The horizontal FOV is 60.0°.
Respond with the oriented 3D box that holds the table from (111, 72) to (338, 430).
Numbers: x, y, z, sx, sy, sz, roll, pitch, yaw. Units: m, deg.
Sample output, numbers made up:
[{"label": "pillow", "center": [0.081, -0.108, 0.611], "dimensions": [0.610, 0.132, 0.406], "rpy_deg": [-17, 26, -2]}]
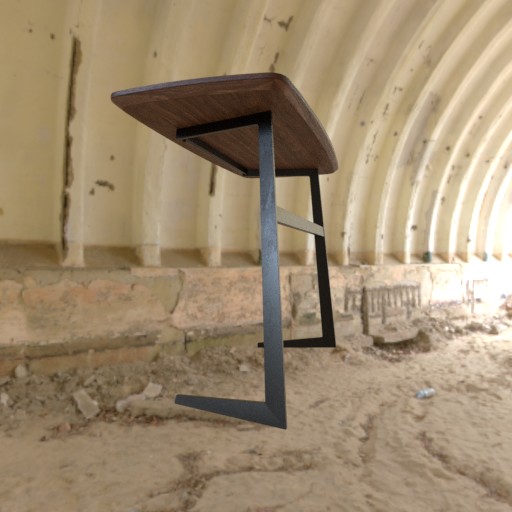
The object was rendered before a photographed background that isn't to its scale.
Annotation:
[{"label": "table", "center": [0.000, 0.000, 1.112], "dimensions": [0.361, 0.576, 0.804], "rpy_deg": [0, 0, 17]}]
